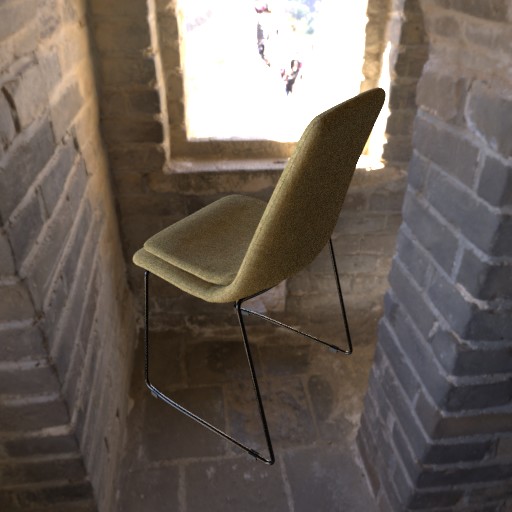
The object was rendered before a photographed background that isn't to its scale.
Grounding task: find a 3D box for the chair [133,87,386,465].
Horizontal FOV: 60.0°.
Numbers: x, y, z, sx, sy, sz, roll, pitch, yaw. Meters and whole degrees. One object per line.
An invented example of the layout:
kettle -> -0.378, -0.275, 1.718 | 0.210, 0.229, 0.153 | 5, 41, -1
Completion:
chair -> 0.000, 0.000, 1.132 | 0.496, 0.849, 0.479 | 20, 36, 29
